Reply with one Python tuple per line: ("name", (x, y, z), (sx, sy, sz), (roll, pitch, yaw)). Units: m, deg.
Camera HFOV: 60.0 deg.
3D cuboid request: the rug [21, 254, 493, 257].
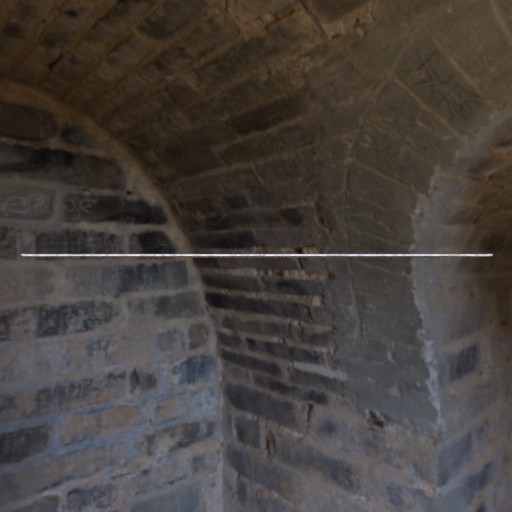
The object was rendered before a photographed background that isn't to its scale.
("rug", (0.000, 0.000, 2.666), (2.436, 0.013, 0.807), (0, -1, 0))
